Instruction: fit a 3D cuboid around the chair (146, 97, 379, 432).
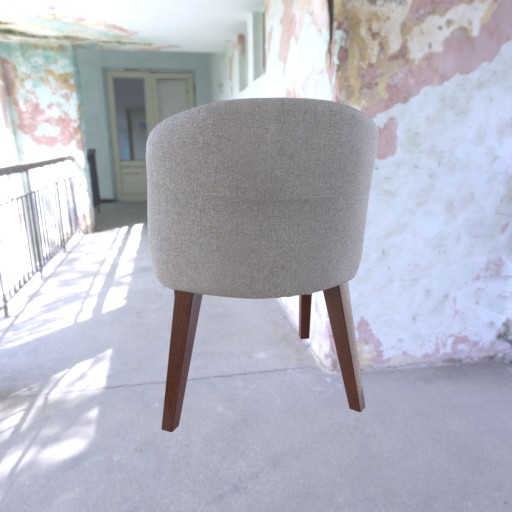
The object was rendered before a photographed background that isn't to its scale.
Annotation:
[{"bbox_3d":[0.000,0.000,1.261,0.583,0.811,0.655,-2,16,-8],"label":"chair"}]
